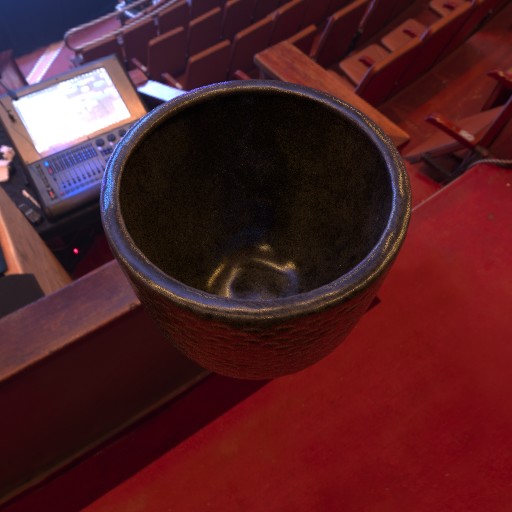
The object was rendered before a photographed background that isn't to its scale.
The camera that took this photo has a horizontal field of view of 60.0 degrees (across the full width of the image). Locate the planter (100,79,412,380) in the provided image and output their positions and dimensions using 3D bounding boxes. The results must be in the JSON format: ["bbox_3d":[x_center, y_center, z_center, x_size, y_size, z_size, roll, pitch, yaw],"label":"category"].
[{"bbox_3d":[0.000,0.000,0.359,0.197,0.191,0.197,0,58,0],"label":"planter"}]
